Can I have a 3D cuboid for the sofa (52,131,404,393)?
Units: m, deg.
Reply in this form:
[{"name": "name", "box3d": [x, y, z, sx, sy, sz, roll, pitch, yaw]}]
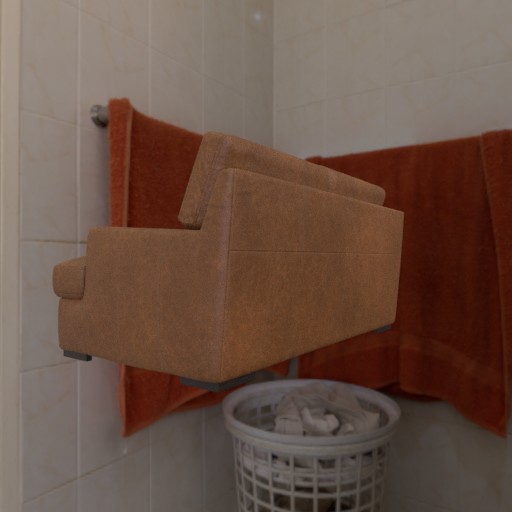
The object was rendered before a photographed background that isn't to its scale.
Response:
[{"name": "sofa", "box3d": [0.000, 0.000, 2.537, 1.144, 0.966, 1.880, 0, 0, 36]}]
